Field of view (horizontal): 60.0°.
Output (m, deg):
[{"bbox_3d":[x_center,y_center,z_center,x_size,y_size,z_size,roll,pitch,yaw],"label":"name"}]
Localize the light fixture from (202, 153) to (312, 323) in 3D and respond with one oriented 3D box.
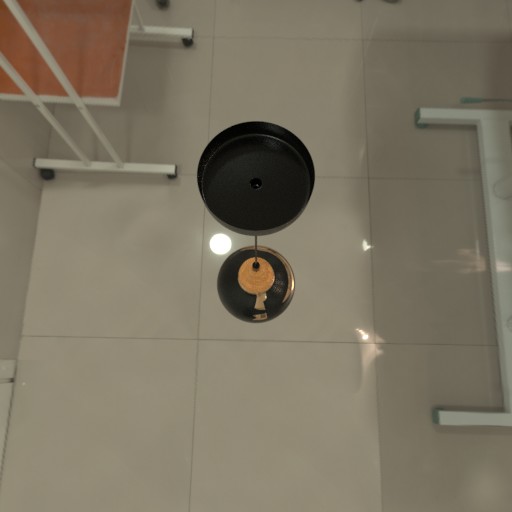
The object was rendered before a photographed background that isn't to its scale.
[{"bbox_3d":[0.000,0.000,1.812,0.430,1.606,0.430,1,76,0],"label":"light fixture"}]
